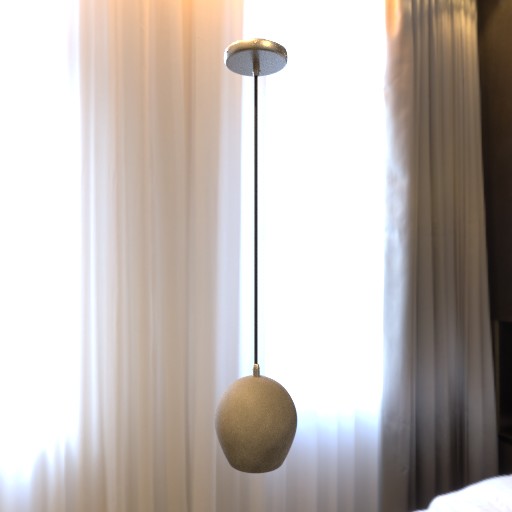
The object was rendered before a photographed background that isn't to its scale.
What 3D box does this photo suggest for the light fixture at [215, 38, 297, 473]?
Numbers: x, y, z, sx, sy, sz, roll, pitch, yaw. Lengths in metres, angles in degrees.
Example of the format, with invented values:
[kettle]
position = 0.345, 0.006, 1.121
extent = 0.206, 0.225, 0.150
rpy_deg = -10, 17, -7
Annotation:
[light fixture]
position = 0.000, 0.000, 0.828
extent = 0.153, 0.760, 0.153
rpy_deg = -1, -1, 36
